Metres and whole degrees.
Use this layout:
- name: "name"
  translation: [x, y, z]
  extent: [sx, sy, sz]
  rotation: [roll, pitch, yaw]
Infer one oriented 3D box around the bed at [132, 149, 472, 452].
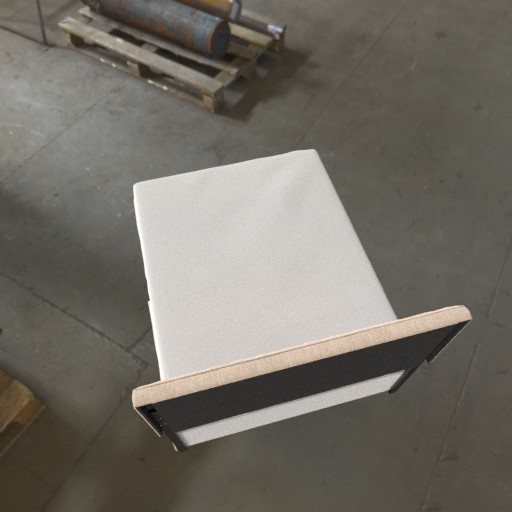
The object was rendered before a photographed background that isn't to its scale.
- name: "bed"
  translation: [0.000, 0.000, 3.001]
  extent: [1.643, 1.270, 1.978]
  rotation: [-13, 58, -8]
